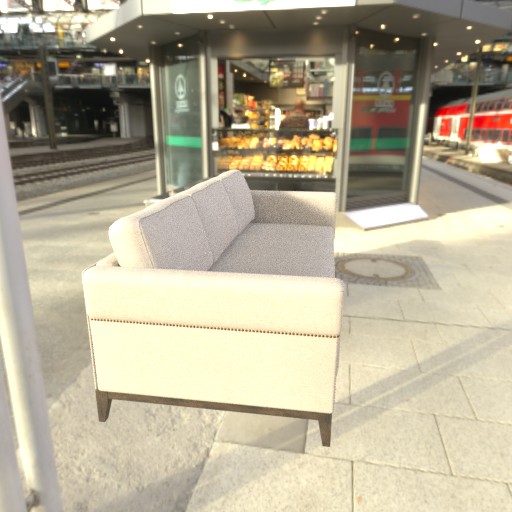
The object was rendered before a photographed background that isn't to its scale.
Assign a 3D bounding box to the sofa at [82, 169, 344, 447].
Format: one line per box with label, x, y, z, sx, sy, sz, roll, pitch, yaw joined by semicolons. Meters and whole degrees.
sofa;0.000;0.000;2.653;0.959;0.838;2.210;3;17;9
